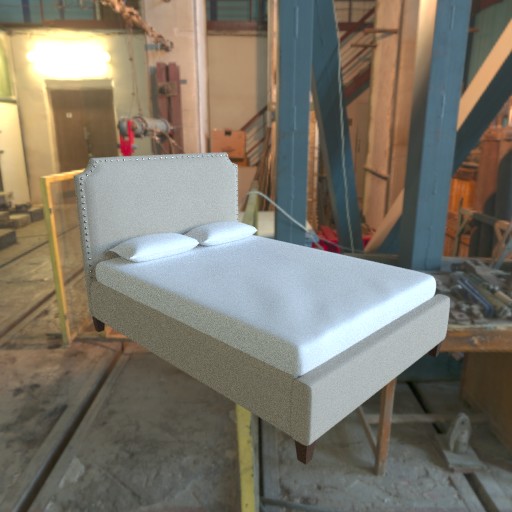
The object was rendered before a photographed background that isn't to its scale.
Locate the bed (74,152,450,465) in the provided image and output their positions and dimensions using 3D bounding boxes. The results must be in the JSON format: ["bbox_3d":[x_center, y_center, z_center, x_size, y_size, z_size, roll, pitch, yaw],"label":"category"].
[{"bbox_3d":[0.000,0.000,3.402,2.372,1.443,1.713,15,21,42],"label":"bed"}]
